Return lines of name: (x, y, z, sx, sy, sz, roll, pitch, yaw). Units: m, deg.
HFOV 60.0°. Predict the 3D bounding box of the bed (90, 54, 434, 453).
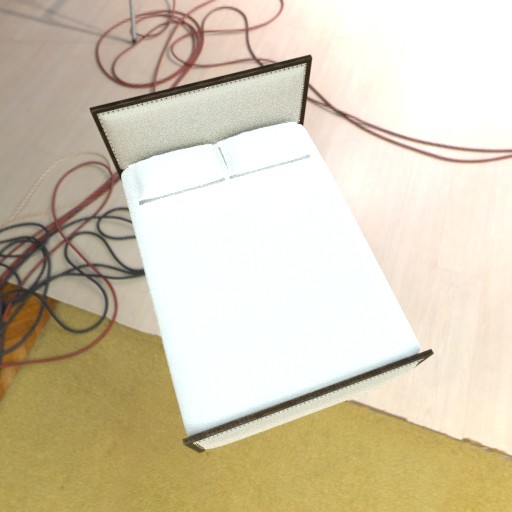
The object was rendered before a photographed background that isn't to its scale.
bed: (0.000, 0.000, 3.211, 1.607, 1.313, 2.221, -17, 64, -9)
